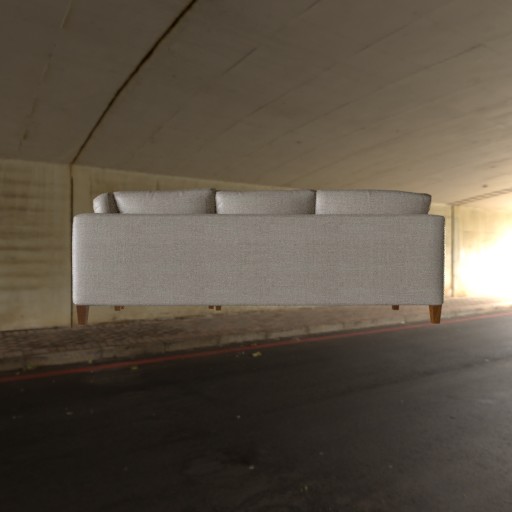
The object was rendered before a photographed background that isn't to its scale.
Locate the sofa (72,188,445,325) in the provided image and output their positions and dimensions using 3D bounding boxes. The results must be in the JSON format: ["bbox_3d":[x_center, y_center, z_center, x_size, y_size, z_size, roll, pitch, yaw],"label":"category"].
[{"bbox_3d":[0.000,0.000,4.726,2.594,0.961,3.460,0,0,-1],"label":"sofa"}]
